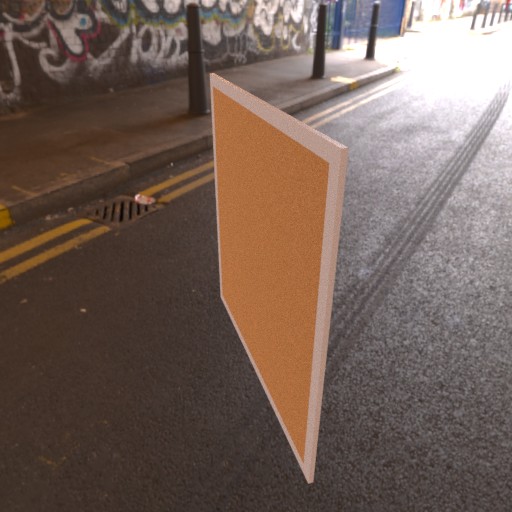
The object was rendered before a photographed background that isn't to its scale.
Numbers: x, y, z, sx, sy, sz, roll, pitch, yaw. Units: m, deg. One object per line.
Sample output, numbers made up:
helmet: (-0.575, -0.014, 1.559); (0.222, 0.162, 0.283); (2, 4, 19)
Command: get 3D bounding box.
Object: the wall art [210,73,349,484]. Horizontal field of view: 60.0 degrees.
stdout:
wall art: (0.000, 0.000, 1.191); (0.013, 0.813, 0.812); (-10, 31, -16)
